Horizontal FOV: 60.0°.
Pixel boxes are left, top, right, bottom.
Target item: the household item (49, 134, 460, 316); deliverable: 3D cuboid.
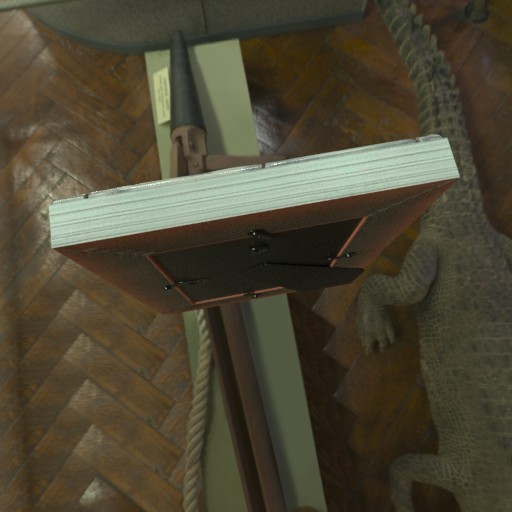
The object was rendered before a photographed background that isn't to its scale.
[{"bbox_3d":[0.000,0.000,0.283,0.165,0.216,0.025,-10,76,-3],"label":"household item"}]
